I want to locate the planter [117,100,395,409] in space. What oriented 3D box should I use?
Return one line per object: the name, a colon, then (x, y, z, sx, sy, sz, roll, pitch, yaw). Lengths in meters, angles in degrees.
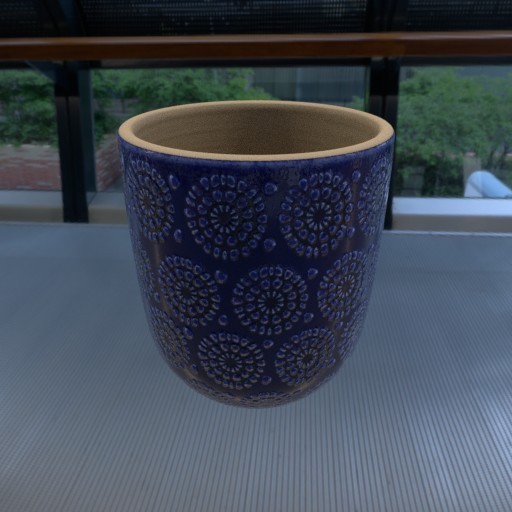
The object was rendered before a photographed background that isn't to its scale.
planter: (0.000, 0.000, 0.348, 0.184, 0.206, 0.184, 0, 28, 0)
